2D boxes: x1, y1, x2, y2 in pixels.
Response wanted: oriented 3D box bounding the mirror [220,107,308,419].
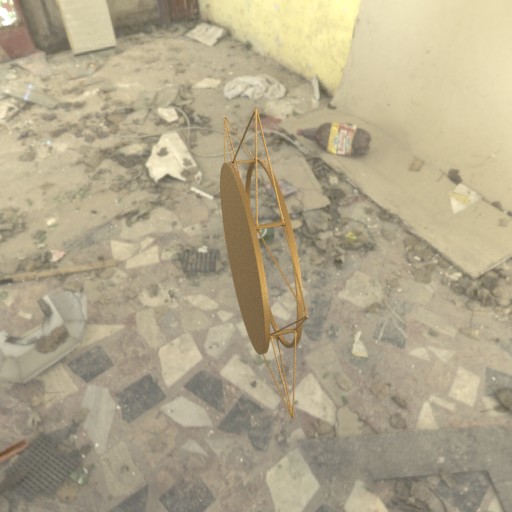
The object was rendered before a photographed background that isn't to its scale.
[{"bbox_3d":[0.000,0.000,0.808,0.062,0.581,0.498,-11,47,-10],"label":"mirror"}]
